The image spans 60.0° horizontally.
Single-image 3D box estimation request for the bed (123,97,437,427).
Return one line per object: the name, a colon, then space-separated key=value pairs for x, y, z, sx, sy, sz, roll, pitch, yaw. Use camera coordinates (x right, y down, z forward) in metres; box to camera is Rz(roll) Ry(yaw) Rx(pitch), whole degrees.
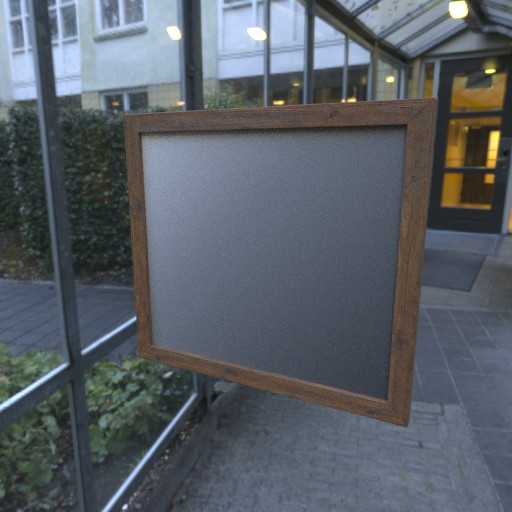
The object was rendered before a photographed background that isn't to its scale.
bed: x=0.000 y=0.000 z=1.480 sx=1.046 sy=0.942 sz=0.046 roll=6 pitch=14 yaw=26
